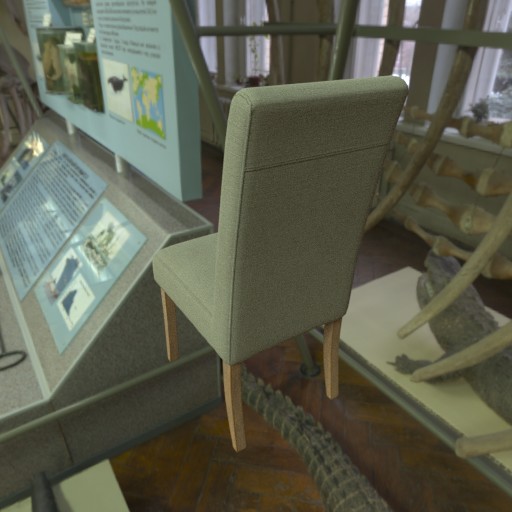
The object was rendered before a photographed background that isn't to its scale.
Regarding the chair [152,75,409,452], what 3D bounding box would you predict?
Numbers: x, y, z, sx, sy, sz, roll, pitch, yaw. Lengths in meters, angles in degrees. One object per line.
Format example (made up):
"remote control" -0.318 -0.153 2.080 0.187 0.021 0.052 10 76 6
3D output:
"chair" 0.000 0.000 1.334 0.450 1.033 0.611 -17 32 -29
